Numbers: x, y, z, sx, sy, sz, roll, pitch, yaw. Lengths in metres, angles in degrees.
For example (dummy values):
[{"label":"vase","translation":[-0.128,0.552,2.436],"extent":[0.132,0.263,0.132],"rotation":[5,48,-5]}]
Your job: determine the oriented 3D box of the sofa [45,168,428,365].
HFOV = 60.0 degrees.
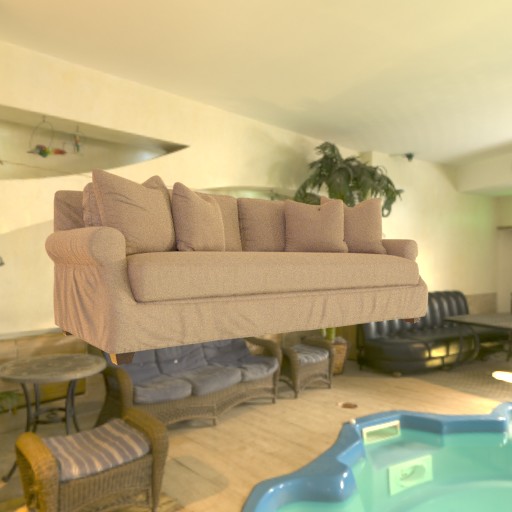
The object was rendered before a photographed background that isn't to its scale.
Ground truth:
[{"label":"sofa","translation":[0.000,0.000,2.795],"extent":[2.285,0.904,1.067],"rotation":[0,0,-36]}]
